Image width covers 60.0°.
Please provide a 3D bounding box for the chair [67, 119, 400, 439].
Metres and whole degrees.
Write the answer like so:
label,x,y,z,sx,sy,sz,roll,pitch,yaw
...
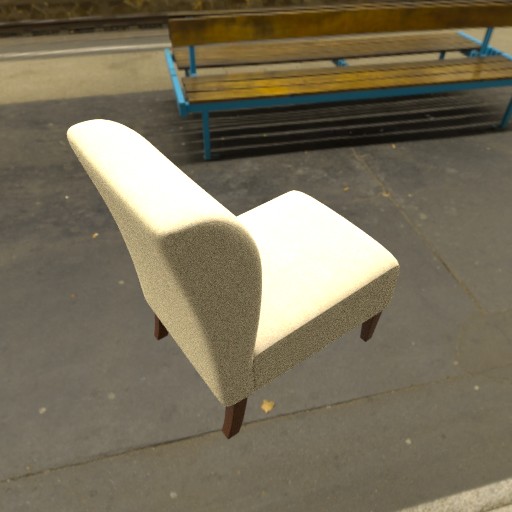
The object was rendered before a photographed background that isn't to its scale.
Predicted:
label,x,y,z,sx,sy,sz,roll,pitch,yaw
chair,0.000,0.000,1.312,0.754,0.833,0.521,-25,47,-26
